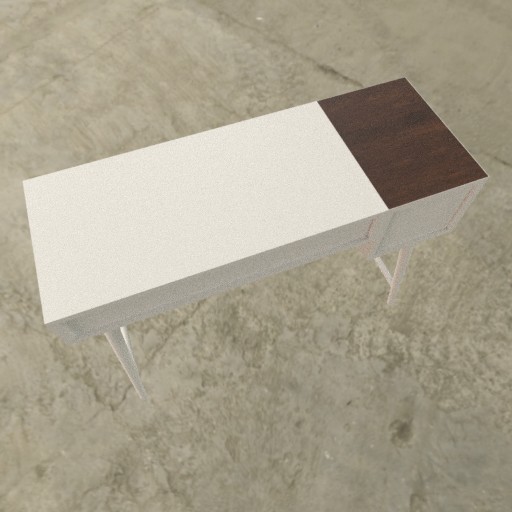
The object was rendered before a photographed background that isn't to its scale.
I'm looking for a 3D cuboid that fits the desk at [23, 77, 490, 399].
[{"bbox_3d":[0.000,0.000,1.413,1.069,0.761,0.409,-18,61,-11],"label":"desk"}]
